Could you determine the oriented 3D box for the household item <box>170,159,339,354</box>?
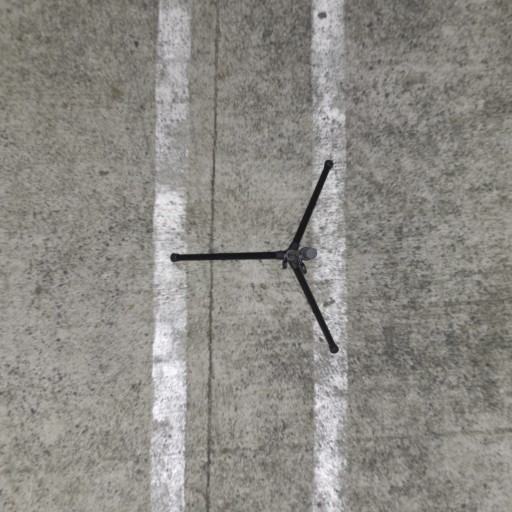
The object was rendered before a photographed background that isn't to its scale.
[{"bbox_3d":[0.000,0.000,1.846,0.907,1.136,1.045,0,90,-1],"label":"household item"}]
